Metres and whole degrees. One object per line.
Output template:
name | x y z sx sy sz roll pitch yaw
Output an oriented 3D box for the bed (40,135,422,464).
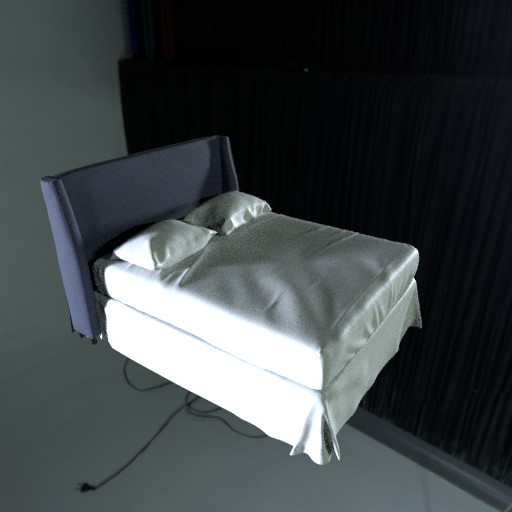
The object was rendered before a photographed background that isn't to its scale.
bed | 0.000 0.000 3.390 2.276 1.332 1.925 17 31 31
